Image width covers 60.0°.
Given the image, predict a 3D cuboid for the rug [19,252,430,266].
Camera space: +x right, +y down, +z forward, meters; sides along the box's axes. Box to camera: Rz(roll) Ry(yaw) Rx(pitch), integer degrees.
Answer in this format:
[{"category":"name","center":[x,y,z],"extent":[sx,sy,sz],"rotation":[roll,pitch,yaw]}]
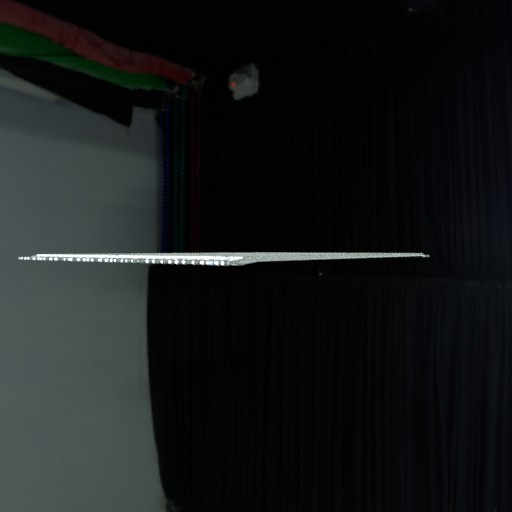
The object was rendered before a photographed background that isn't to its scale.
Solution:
[{"category":"rug","center":[0.000,0.000,2.833],"extent":[1.494,0.031,2.307],"rotation":[1,1,37]}]
